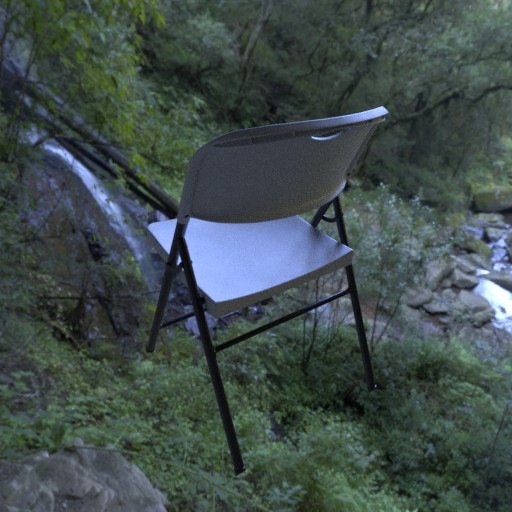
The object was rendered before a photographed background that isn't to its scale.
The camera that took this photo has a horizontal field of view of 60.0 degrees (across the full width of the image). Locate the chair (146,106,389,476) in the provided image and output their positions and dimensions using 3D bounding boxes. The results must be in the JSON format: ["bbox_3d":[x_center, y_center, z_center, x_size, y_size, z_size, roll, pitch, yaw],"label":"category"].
[{"bbox_3d":[0.000,0.000,1.177,0.494,0.810,0.566,-19,34,-30],"label":"chair"}]
